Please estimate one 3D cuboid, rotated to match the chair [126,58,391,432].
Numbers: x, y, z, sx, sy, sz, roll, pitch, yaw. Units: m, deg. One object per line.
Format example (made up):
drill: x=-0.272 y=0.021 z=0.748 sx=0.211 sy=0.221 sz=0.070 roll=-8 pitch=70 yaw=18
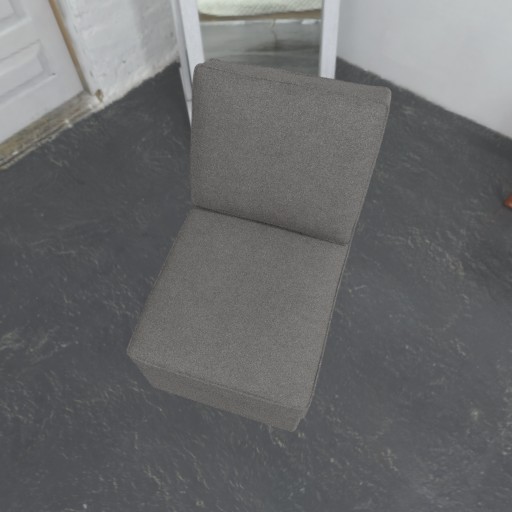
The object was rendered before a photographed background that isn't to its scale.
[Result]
chair: x=0.000 y=0.000 z=1.556 sx=0.621 sy=0.970 sz=0.938 roll=15 pitch=60 yaw=9
